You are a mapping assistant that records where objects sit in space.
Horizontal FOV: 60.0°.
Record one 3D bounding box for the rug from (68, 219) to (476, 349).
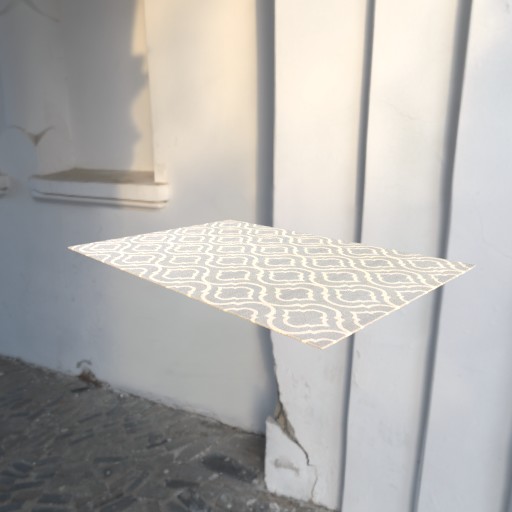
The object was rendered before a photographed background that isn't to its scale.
[{"bbox_3d":[0.000,0.000,2.724,2.080,0.010,1.451,14,20,43],"label":"rug"}]
